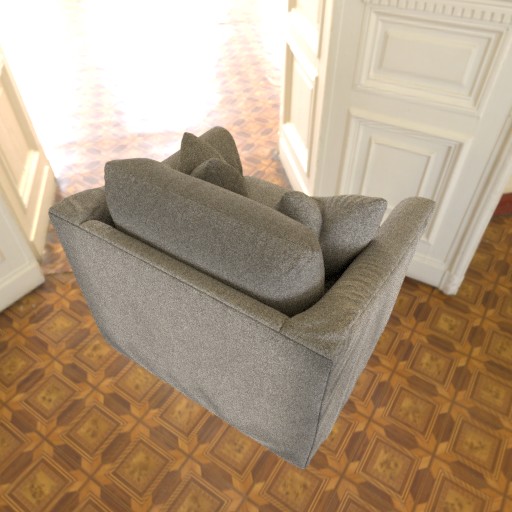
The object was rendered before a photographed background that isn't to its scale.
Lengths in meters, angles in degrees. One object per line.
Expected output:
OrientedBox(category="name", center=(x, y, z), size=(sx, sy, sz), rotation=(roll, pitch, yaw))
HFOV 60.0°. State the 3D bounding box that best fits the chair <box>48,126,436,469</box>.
OrientedBox(category="chair", center=(0.000, 0.000, 1.965), size=(1.194, 1.059, 1.071), rotation=(25, 51, 22))
